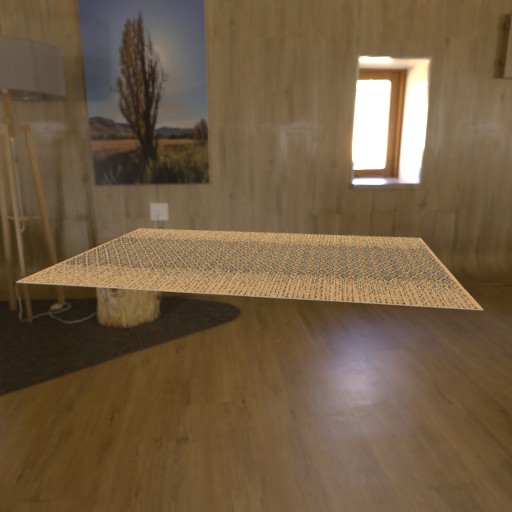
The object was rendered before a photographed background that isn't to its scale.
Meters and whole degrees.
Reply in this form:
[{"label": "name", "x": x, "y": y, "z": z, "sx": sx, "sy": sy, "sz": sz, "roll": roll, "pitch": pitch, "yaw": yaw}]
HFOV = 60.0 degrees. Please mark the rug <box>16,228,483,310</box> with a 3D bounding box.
[{"label": "rug", "x": 0.000, "y": 0.000, "z": 2.283, "sx": 1.828, "sy": 0.005, "sz": 1.219, "roll": 3, "pitch": 15, "yaw": 10}]
